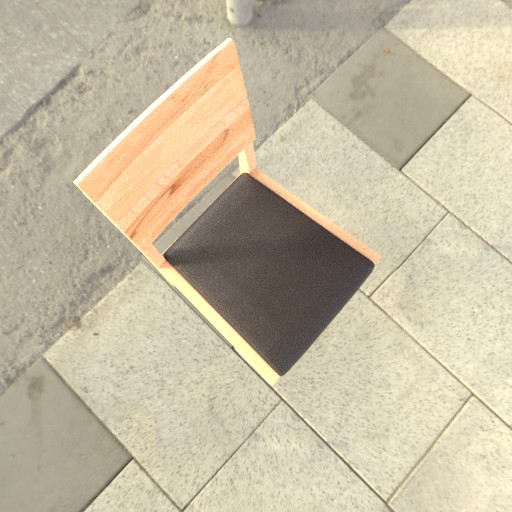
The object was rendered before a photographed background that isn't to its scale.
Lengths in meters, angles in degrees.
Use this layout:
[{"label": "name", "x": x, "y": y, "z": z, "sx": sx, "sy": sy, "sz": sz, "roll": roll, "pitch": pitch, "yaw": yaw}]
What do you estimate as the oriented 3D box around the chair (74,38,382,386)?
[{"label": "chair", "x": 0.000, "y": 0.000, "z": 1.268, "sx": 0.560, "sy": 0.950, "sz": 0.475, "roll": 41, "pitch": 79, "yaw": 10}]
